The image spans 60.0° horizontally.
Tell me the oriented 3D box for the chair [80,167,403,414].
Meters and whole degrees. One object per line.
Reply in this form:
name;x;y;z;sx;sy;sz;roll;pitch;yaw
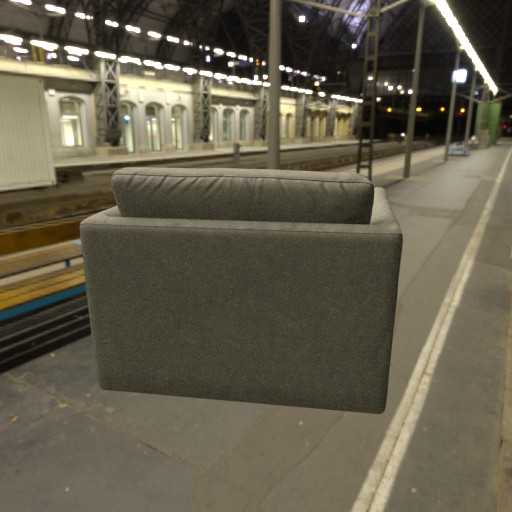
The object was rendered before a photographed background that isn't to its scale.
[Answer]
chair;0.000;0.000;1.952;1.190;0.845;1.091;2;16;8
